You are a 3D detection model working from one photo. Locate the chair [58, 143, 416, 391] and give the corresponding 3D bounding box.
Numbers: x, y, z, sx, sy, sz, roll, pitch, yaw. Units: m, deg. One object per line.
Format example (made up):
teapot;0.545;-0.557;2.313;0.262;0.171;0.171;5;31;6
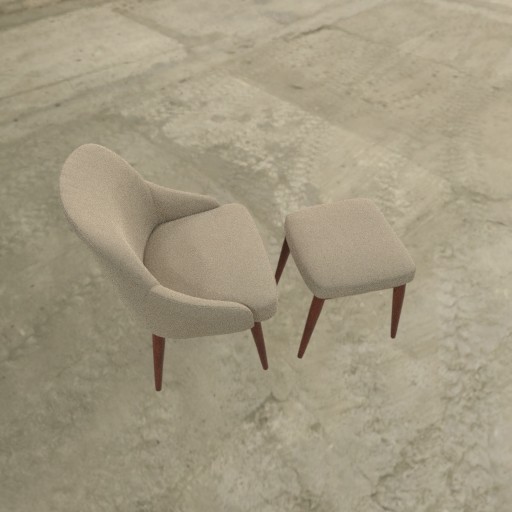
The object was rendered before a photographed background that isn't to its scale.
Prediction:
chair;0.000;0.000;1.609;1.114;0.866;0.584;-10;47;-9
